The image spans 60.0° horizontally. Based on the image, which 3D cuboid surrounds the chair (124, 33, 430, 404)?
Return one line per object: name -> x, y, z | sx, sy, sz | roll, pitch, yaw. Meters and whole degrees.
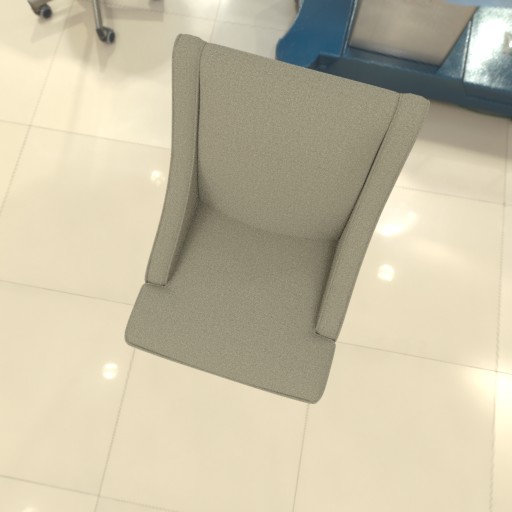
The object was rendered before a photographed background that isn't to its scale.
chair -> 0.000, 0.000, 1.338 | 0.610, 0.864, 0.737 | 17, 76, 4
